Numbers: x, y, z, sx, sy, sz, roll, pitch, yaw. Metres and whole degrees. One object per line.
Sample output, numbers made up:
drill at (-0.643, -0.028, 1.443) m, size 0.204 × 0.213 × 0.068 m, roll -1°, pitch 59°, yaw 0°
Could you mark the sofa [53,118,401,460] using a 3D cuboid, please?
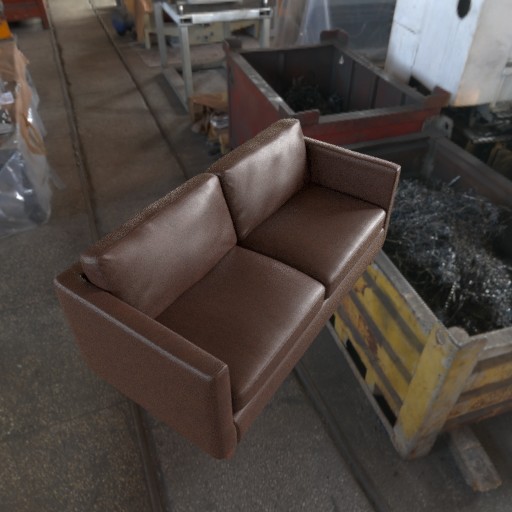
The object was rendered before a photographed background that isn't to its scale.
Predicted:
sofa at (0.000, 0.000, 2.520) m, size 0.951 × 0.933 × 1.883 m, roll 24°, pitch 46°, yaw 25°
